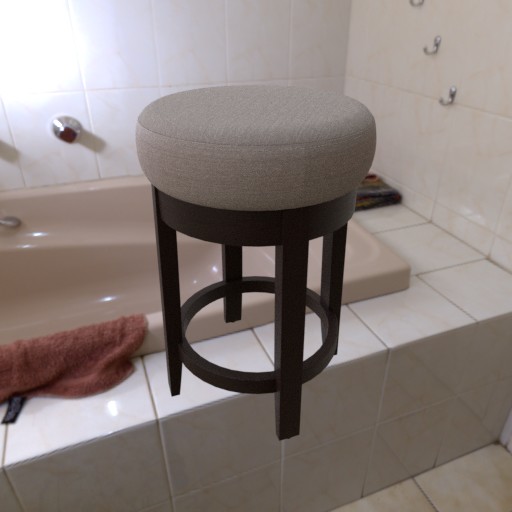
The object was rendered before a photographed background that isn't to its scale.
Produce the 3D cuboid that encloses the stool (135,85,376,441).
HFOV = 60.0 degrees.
[{"bbox_3d":[0.000,0.000,0.969,0.443,0.672,0.443,0,30,0],"label":"stool"}]
